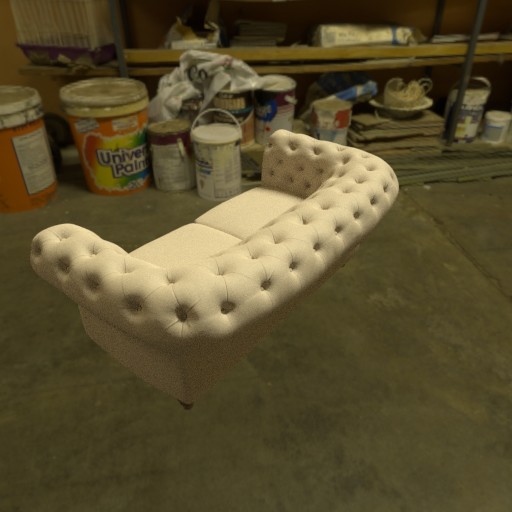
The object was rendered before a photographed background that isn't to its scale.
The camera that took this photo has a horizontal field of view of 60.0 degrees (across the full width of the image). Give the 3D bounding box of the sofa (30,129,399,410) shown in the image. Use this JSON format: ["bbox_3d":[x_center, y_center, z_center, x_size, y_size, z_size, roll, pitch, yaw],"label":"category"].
[{"bbox_3d":[0.000,0.000,2.498,1.069,0.835,1.988,23,40,31],"label":"sofa"}]
